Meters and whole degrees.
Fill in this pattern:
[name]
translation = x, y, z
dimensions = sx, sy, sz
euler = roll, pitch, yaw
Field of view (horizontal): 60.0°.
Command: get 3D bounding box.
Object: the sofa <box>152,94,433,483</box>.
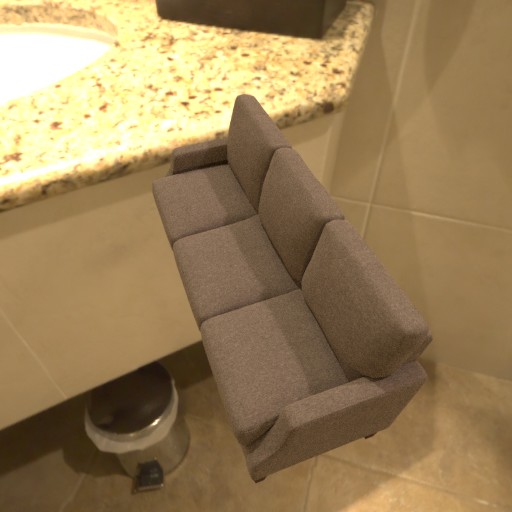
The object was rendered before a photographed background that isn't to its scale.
[sofa]
translation = 0.000, 0.000, 2.586
dimensions = 0.888, 0.984, 2.115
euler = -15, 49, -14
